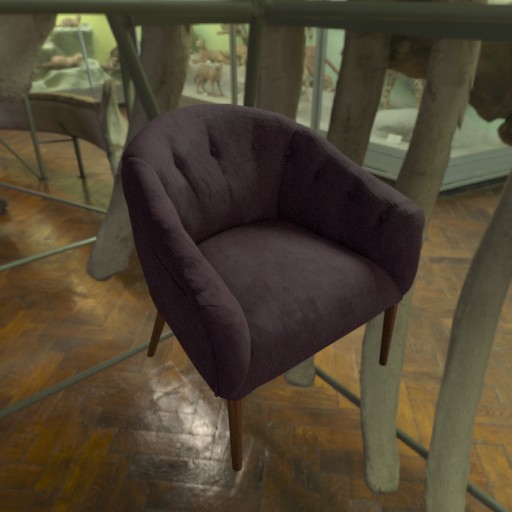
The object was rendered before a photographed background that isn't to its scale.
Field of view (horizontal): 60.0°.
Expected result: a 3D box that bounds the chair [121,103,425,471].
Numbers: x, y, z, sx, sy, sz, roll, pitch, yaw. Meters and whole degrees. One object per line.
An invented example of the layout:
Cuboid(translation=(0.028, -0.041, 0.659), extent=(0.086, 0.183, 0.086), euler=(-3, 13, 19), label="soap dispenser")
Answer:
Cuboid(translation=(0.000, 0.000, 1.504), extent=(0.851, 0.885, 0.776), euler=(-22, 36, -33), label="chair")
